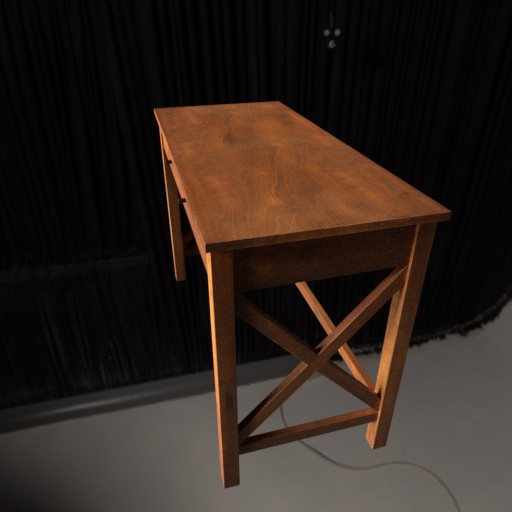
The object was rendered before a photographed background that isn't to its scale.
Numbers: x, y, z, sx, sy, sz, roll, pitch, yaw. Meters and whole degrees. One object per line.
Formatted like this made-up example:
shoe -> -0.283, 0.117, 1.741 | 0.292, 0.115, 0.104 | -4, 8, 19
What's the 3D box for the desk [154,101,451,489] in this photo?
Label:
desk -> 0.000, 0.000, 1.493 | 0.508, 0.762, 1.117 | -8, 31, -13
